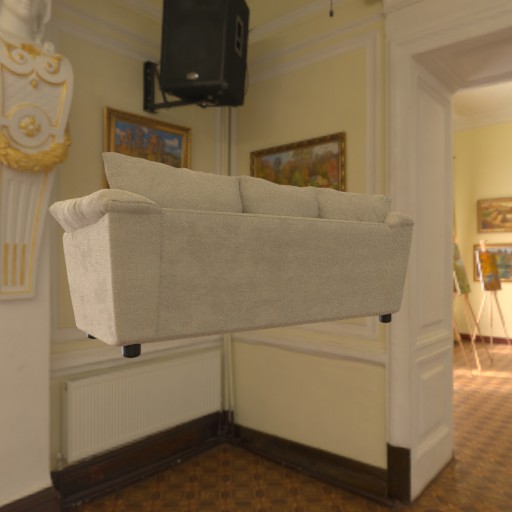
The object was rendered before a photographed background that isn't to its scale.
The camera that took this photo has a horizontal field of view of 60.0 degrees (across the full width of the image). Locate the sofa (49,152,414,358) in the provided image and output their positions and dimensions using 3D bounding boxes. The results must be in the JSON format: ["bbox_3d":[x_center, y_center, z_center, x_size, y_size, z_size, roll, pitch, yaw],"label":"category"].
[{"bbox_3d":[0.000,0.000,2.921,2.377,0.981,0.893,0,0,-36],"label":"sofa"}]
